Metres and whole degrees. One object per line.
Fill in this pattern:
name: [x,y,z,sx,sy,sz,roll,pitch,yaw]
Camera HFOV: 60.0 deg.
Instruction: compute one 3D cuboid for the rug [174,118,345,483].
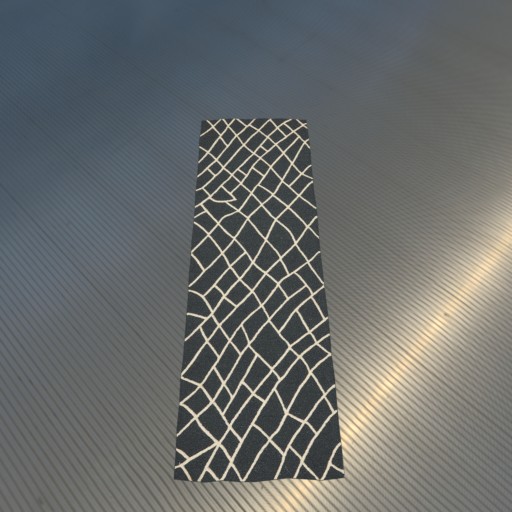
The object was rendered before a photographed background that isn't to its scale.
rug: [0.000,0.000,2.712,0.807,0.010,2.476,-1,58,0]
